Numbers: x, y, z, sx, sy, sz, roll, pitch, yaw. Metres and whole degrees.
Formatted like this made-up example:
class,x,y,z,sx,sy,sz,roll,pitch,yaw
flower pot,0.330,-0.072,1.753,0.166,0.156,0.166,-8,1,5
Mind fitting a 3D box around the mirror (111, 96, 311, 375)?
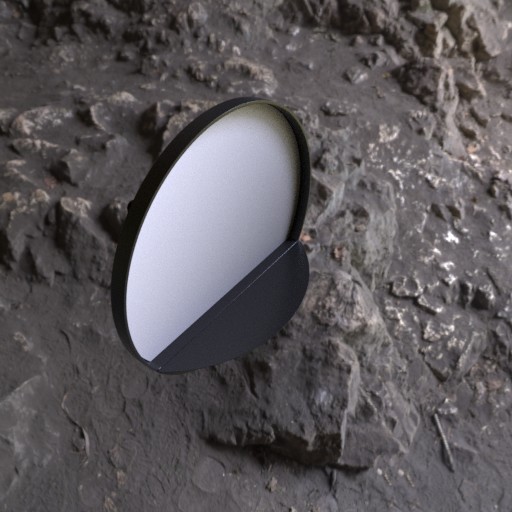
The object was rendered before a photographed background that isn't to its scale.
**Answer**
class,x,y,z,sx,sy,sz,roll,pitch,yaw
mirror,0.000,0.000,0.698,0.133,0.457,0.457,26,47,27
